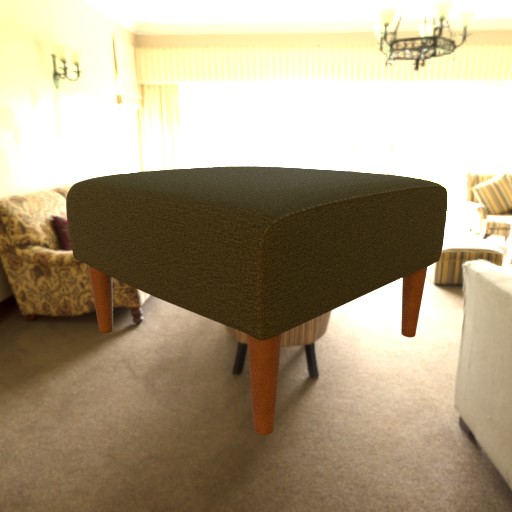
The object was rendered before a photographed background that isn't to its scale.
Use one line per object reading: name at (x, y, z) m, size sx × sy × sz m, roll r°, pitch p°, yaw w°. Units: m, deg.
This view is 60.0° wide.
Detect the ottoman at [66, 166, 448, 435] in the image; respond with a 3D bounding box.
ottoman at (0.000, 0.000, 1.058) m, size 0.650 × 0.398 × 0.649 m, roll 15°, pitch 21°, yaw 43°
